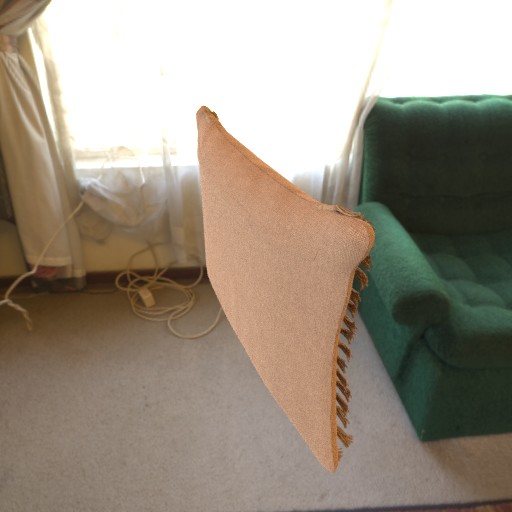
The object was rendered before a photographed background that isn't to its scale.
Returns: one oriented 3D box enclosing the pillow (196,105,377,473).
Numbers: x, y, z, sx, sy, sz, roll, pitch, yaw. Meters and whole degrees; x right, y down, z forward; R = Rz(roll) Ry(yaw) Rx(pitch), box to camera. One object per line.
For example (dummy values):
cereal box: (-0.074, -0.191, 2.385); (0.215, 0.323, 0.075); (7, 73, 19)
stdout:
pillow: (0.000, 0.000, 0.589); (0.084, 0.305, 0.466); (-11, 32, -19)
